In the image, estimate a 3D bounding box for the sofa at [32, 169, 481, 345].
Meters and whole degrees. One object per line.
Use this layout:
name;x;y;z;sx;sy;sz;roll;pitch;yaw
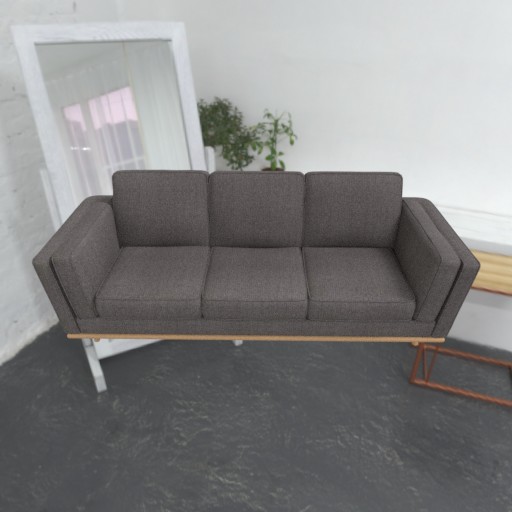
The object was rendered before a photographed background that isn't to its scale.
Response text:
sofa;0.000;0.000;2.792;2.362;0.899;0.903;0;31;1
